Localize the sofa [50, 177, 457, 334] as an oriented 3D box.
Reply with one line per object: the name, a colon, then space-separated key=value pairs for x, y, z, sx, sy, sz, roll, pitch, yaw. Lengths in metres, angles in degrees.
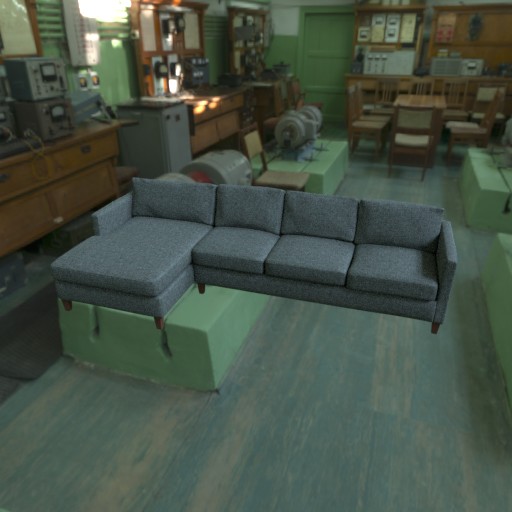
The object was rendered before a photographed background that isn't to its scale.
sofa: x=0.000 y=0.000 z=4.213 sx=3.485 sy=0.960 sz=1.635 roll=8 pitch=28 yaw=16
